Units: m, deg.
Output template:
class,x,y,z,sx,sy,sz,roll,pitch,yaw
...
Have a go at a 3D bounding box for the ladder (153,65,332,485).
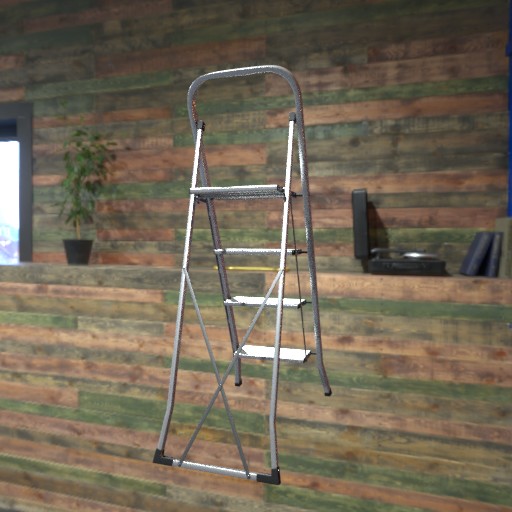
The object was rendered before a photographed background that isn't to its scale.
class,x,y,z,sx,sy,sz,roll,pitch,yaw
ladder,0.000,0.000,1.700,0.465,1.290,0.830,1,2,18
